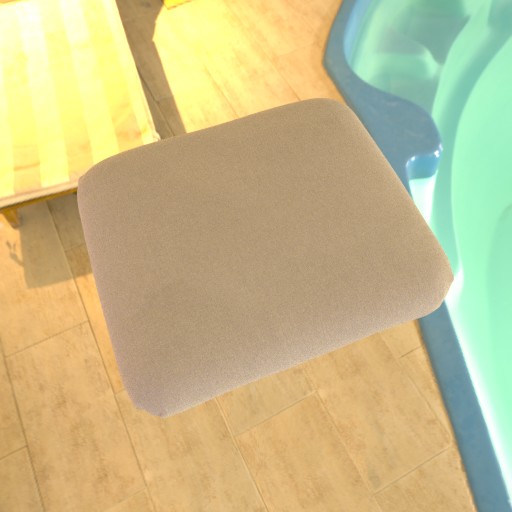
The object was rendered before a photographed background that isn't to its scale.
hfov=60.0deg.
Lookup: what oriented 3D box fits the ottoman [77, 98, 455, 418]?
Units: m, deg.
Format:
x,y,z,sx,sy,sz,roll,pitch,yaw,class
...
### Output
x,y,z,sx,sy,sz,roll,pitch,yaw,class
0.000,0.000,1.133,0.746,0.450,0.622,-19,65,-9,ottoman
